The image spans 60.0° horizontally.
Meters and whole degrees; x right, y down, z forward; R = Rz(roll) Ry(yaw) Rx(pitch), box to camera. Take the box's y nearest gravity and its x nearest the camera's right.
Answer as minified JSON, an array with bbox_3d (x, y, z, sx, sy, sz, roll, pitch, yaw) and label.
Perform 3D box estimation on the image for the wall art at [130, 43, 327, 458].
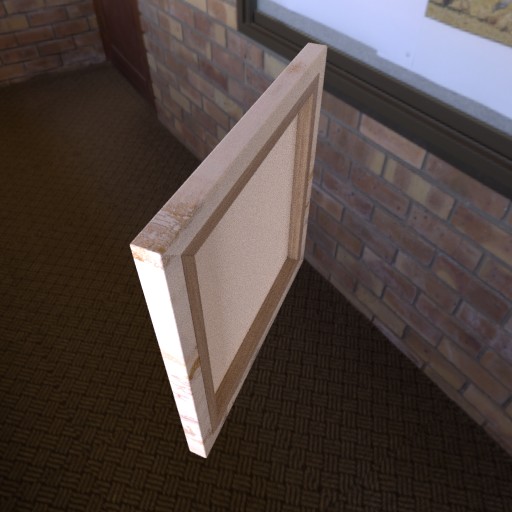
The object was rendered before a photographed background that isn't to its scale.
[{"bbox_3d":[0.000,0.000,0.895,0.040,0.613,0.611,17,49,16],"label":"wall art"}]
